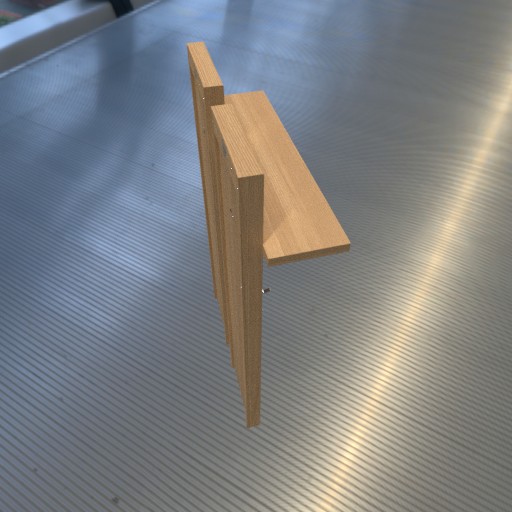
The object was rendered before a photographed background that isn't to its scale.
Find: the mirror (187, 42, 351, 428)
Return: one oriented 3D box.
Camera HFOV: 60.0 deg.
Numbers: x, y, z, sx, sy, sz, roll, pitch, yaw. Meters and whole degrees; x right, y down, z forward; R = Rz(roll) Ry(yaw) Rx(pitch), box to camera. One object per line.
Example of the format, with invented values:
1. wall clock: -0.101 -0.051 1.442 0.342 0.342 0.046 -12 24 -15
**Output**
1. mirror: 0.000 0.000 1.605 0.260 1.250 0.800 -11 48 -10
